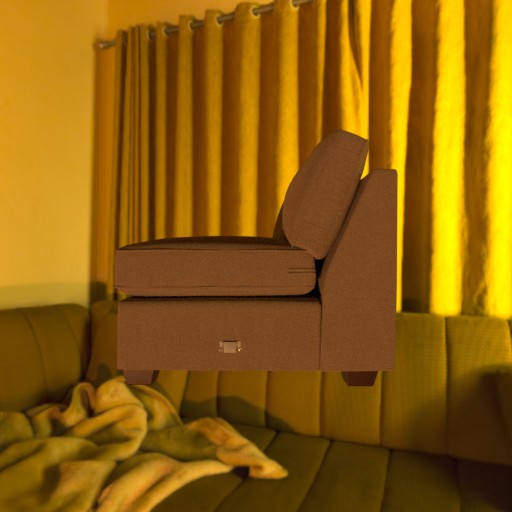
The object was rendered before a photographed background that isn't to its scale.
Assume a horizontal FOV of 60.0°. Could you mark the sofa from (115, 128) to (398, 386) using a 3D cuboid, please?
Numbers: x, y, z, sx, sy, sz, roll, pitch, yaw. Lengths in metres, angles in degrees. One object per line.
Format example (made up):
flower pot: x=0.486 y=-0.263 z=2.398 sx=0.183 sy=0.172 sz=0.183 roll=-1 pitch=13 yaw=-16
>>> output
sofa: x=0.000 y=0.000 z=2.743 sx=1.127 sy=1.036 sz=2.092 roll=0 pitch=0 yaw=1
